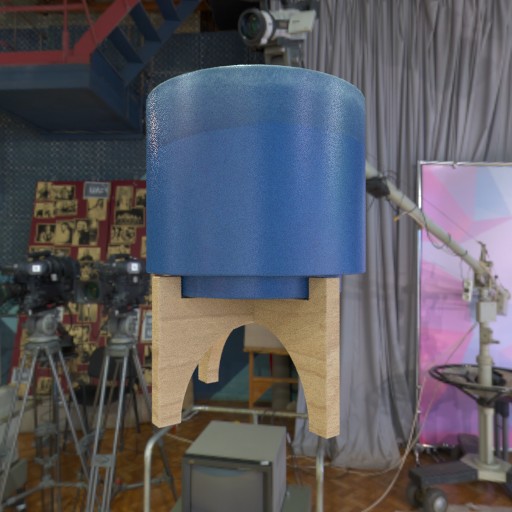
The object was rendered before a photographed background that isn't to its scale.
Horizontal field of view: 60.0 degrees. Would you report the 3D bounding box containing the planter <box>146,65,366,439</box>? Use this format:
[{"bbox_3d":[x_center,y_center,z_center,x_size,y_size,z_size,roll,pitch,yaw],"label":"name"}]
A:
[{"bbox_3d":[0.000,0.000,0.400,0.192,0.263,0.192,0,0,0],"label":"planter"}]
